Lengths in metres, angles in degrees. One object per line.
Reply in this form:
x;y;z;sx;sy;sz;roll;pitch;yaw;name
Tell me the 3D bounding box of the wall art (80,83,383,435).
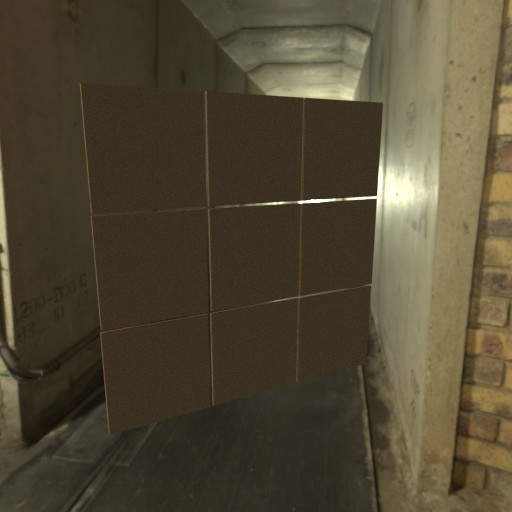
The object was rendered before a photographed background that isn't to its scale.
0.000;0.000;1.332;0.919;0.917;0.010;-7;15;-27;wall art
